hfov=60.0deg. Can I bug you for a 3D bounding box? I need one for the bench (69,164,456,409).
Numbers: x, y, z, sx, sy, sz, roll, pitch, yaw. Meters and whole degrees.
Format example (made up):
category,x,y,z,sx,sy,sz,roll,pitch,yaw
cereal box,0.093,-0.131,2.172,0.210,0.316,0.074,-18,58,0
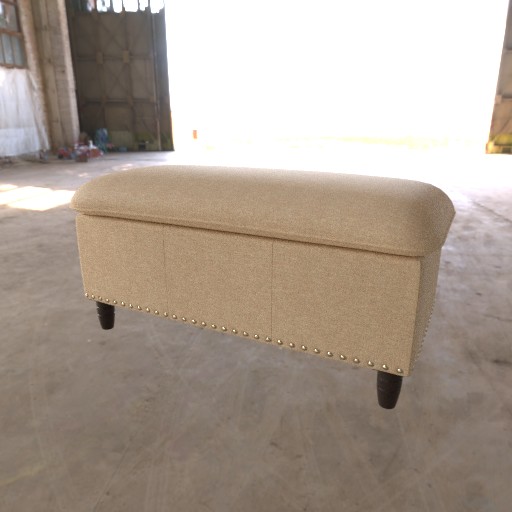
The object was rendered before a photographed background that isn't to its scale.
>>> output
category,x,y,z,sx,sy,sz,roll,pitch,yaw
bench,0.000,0.000,1.258,0.991,0.483,0.483,9,20,26
